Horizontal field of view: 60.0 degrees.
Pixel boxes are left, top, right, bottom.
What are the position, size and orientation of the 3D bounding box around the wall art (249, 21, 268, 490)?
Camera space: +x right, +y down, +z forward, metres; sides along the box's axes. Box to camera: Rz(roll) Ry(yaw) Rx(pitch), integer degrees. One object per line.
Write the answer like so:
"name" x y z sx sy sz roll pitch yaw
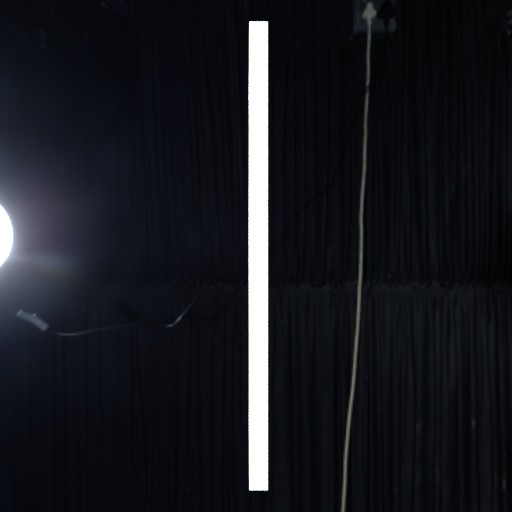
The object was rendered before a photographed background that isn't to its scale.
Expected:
"wall art" 0.000 0.000 0.776 0.025 0.608 0.405 0 0 -1
